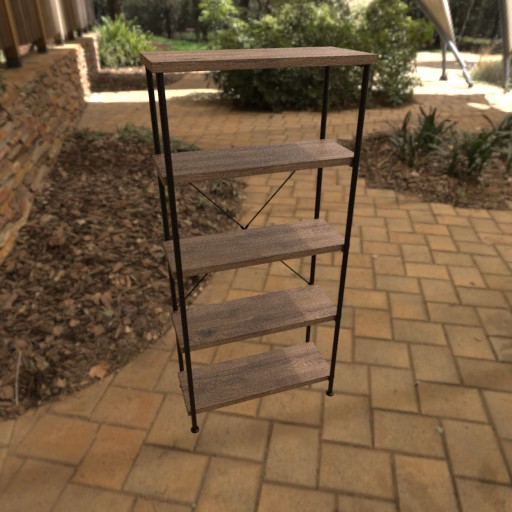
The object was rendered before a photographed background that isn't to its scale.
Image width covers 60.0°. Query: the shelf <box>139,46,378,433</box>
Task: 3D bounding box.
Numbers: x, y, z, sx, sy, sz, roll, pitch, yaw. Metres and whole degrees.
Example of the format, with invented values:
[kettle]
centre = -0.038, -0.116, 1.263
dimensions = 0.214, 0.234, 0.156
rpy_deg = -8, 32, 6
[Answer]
[shelf]
centre = 0.000, 0.000, 2.036
dimensions = 0.800, 1.700, 0.360
rpy_deg = -9, 31, -16
